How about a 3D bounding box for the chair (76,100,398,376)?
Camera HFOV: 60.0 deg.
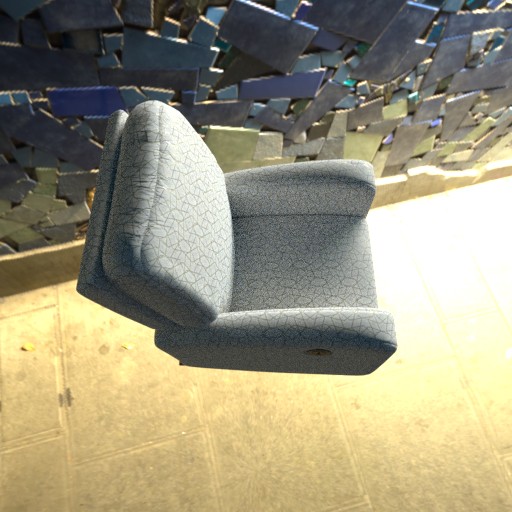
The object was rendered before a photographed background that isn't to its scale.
[{"bbox_3d":[0.000,0.000,1.737,0.995,1.064,0.796,0,64,0],"label":"chair"}]
